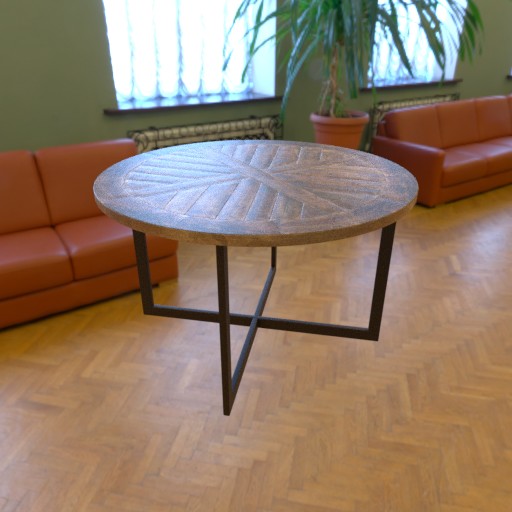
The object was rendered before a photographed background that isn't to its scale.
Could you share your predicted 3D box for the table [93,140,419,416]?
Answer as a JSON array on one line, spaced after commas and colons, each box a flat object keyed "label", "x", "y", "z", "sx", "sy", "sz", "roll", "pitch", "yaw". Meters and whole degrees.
[{"label": "table", "x": 0.000, "y": 0.000, "z": 1.982, "sx": 1.264, "sy": 0.762, "sz": 1.264, "roll": 0, "pitch": 27, "yaw": 0}]
